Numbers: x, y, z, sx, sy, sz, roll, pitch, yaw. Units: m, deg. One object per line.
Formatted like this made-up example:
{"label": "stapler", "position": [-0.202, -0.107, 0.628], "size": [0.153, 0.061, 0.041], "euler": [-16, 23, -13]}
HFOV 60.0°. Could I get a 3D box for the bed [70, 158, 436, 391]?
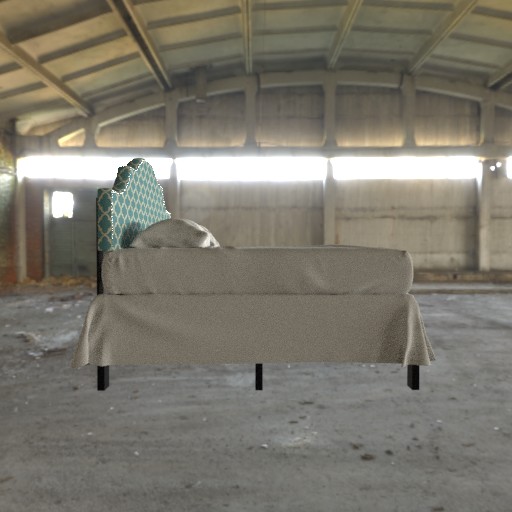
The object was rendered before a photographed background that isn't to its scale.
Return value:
{"label": "bed", "position": [0.000, 0.000, 3.729], "size": [2.222, 1.601, 2.314], "euler": [0, 1, 0]}
